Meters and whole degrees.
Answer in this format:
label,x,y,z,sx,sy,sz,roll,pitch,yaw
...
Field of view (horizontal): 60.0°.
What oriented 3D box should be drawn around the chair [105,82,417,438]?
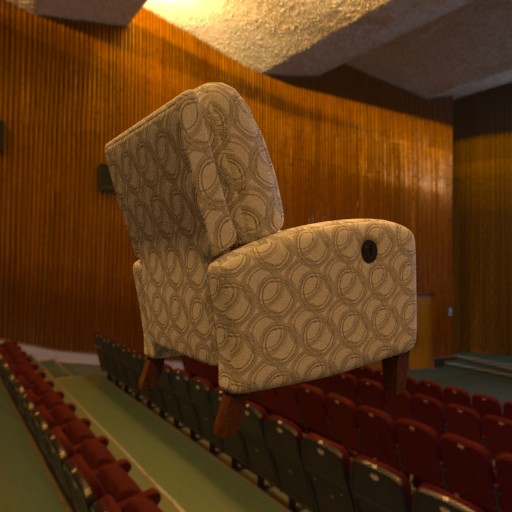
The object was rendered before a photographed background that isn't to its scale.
label,x,y,z,sx,sy,sz,roll,pitch,yaw
chair,0.000,0.000,1.748,0.995,1.065,0.796,1,-1,-36
